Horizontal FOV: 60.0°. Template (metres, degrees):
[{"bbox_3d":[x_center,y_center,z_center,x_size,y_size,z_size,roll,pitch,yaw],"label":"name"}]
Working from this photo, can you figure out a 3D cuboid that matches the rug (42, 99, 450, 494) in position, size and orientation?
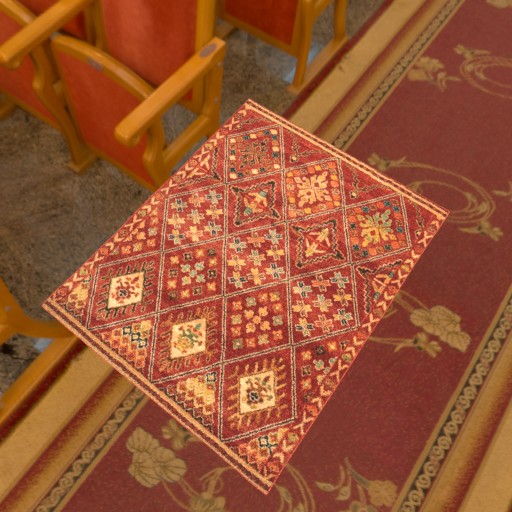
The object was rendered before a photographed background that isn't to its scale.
[{"bbox_3d":[0.000,0.000,4.155,2.489,0.030,3.086,34,69,15],"label":"rug"}]
